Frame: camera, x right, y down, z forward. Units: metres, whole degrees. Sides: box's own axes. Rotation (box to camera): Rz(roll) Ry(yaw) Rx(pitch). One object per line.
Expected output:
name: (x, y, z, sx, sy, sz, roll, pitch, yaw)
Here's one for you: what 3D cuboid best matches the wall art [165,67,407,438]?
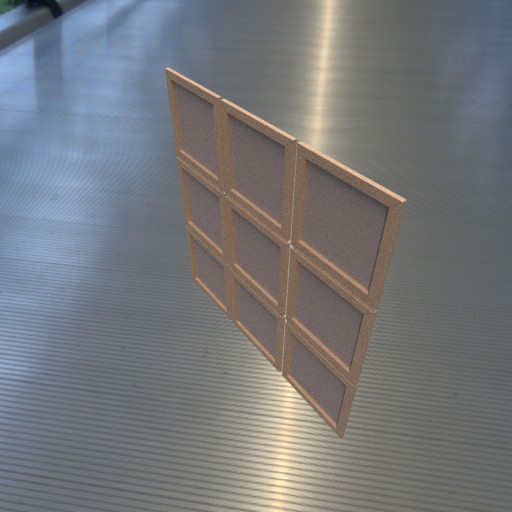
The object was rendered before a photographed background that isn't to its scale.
wall art: (0.000, 0.000, 1.397, 0.012, 0.910, 0.917, -27, 48, -27)
